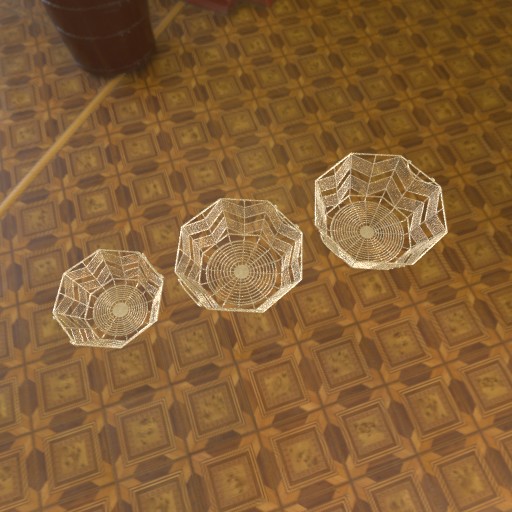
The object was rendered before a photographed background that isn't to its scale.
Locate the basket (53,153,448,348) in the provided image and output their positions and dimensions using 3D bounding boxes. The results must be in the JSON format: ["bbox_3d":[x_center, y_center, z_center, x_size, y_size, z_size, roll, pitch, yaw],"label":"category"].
[{"bbox_3d":[0.000,0.000,1.401,1.246,0.178,0.432,-17,65,-8],"label":"basket"}]
